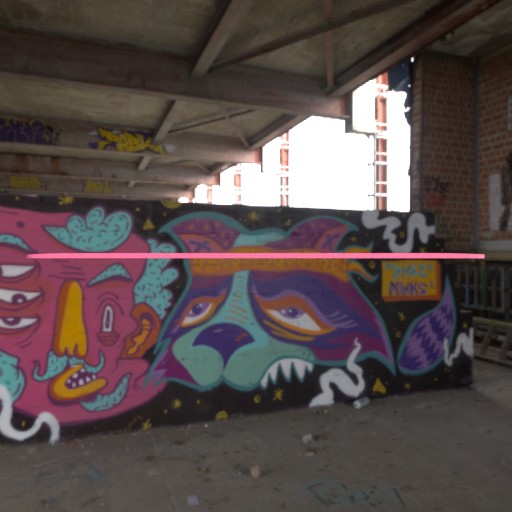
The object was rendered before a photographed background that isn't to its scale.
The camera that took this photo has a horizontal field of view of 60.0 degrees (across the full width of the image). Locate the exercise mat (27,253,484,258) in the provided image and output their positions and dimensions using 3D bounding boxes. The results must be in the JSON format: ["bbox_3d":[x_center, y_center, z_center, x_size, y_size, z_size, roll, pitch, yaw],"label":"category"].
[{"bbox_3d":[0.000,0.000,2.089,1.884,0.021,0.616,0,0,0],"label":"exercise mat"}]
